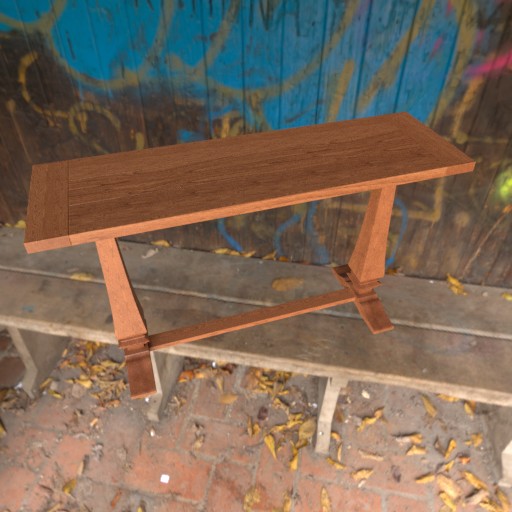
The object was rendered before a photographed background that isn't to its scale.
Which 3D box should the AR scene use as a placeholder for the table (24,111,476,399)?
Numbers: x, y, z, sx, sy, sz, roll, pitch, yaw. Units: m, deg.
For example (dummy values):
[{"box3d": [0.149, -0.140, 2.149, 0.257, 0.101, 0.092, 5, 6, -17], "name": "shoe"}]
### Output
[{"box3d": [0.000, 0.000, 1.821, 1.478, 0.852, 0.461, -12, 43, -13], "name": "table"}]
